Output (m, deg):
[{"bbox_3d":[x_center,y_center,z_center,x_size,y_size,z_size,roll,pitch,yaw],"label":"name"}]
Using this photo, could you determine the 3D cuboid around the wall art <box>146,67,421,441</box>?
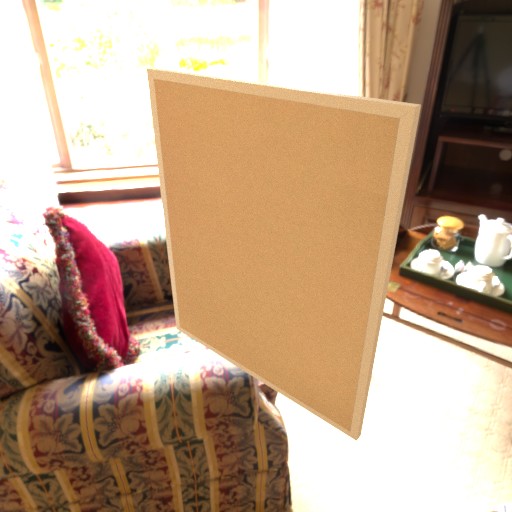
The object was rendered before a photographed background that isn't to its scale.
[{"bbox_3d":[0.000,0.000,0.620,0.382,0.456,0.013,23,37,34],"label":"wall art"}]
